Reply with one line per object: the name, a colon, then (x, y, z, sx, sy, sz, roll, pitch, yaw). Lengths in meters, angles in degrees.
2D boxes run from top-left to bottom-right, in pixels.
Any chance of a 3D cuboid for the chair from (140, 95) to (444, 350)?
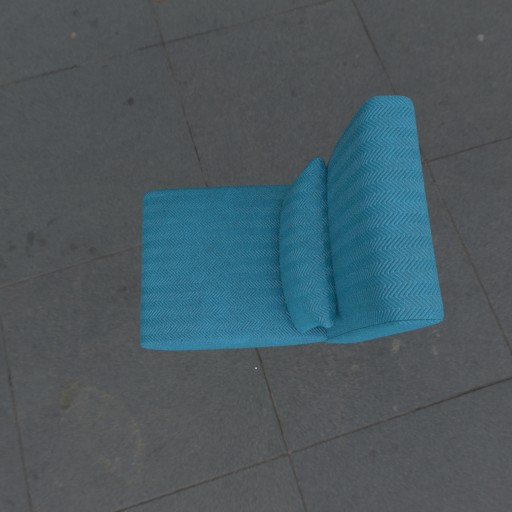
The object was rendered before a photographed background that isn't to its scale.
chair: (0.000, 0.000, 1.455, 0.808, 0.927, 0.579, -2, 76, -1)
